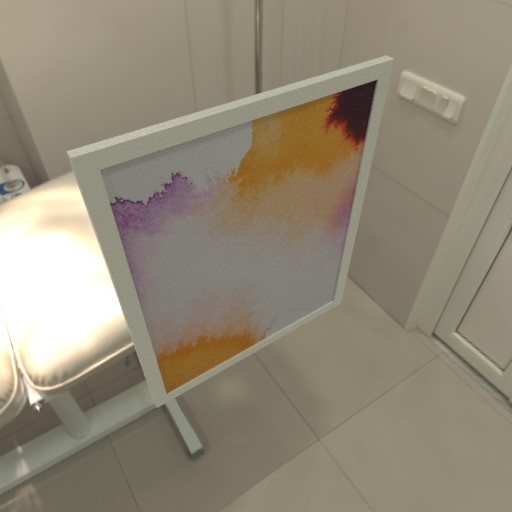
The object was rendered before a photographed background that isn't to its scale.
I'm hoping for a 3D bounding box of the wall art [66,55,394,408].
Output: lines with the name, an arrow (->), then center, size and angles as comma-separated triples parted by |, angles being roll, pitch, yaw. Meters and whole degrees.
wall art -> 0.000, 0.000, 0.612 | 0.382, 0.456, 0.013 | -25, 50, -23
